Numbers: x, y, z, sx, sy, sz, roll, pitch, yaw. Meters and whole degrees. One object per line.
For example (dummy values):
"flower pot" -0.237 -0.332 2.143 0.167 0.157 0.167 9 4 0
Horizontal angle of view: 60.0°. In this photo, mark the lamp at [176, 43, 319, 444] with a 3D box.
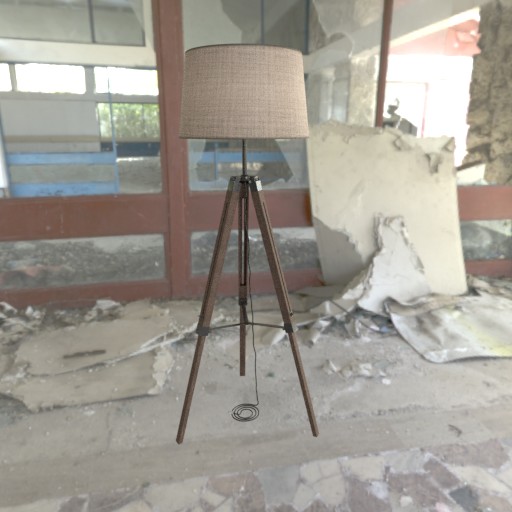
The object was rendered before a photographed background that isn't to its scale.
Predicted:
"lamp" 0.000 0.000 1.797 0.587 1.510 0.604 7 18 23
